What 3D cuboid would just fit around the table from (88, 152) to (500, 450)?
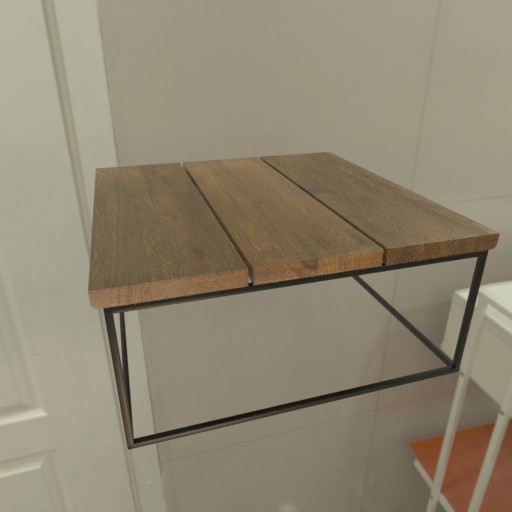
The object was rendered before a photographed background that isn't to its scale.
[{"bbox_3d":[0.000,0.000,1.376,0.900,0.400,0.900,-8,27,-16],"label":"table"}]
